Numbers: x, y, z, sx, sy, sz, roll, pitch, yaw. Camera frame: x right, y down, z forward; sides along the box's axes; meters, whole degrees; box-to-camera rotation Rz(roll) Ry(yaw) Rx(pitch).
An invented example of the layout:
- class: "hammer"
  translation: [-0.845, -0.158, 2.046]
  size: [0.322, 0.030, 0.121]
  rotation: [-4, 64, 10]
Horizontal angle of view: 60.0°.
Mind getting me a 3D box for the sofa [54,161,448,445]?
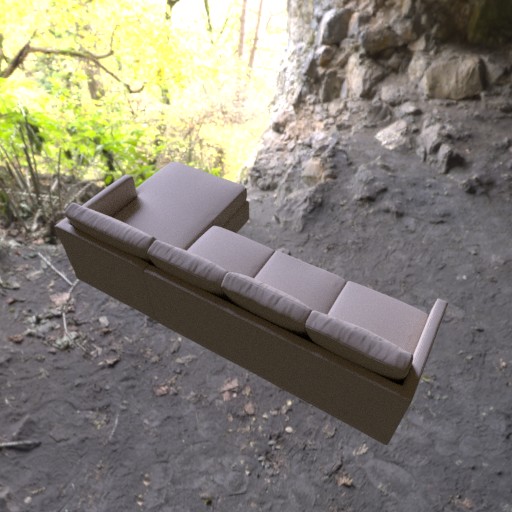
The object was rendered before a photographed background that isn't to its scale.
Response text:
- class: "sofa"
  translation: [0.000, 0.000, 3.952]
  size: [3.206, 0.871, 1.622]
  rotation: [23, 50, 21]
